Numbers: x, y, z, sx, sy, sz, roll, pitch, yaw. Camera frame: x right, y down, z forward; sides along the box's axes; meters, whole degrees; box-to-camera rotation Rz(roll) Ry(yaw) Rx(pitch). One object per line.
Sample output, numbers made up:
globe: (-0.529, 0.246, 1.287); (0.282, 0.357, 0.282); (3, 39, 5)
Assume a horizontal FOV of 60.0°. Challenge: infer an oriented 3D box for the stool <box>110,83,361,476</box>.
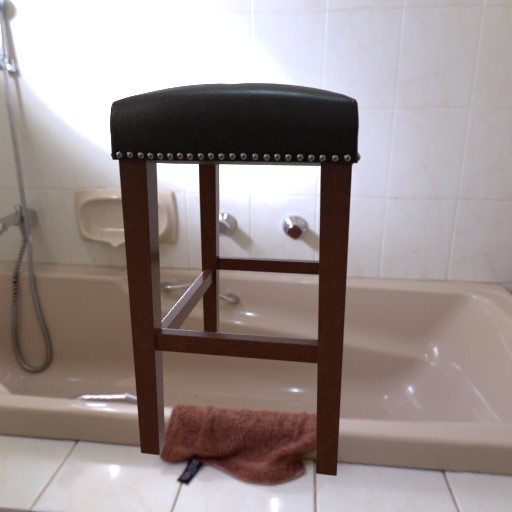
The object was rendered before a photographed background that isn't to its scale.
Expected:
stool: (0.000, 0.000, 0.939); (0.372, 0.654, 0.504); (3, 17, 9)
